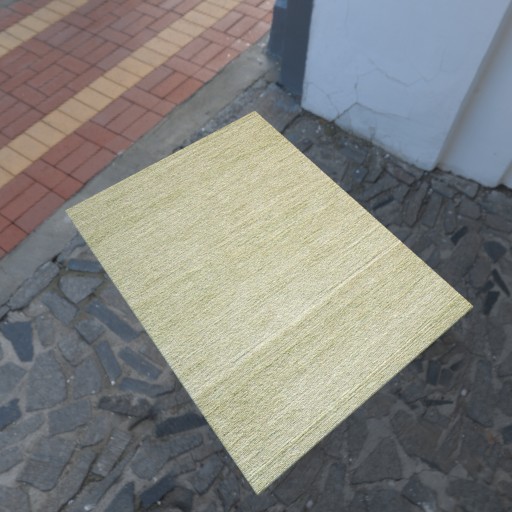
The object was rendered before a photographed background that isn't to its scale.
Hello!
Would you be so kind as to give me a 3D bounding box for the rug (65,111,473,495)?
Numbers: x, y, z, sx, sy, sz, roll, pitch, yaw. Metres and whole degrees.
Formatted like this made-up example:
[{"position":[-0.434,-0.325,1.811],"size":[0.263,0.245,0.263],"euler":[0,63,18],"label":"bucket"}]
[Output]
[{"position":[0.000,0.000,4.214],"size":[2.425,0.016,3.198],"euler":[-33,64,-18],"label":"rug"}]
